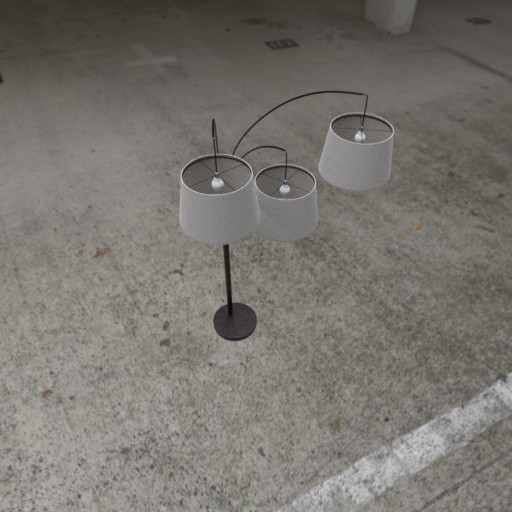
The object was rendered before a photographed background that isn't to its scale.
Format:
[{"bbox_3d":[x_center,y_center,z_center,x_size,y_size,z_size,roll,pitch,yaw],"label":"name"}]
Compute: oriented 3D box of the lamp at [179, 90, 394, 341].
[{"bbox_3d":[0.000,0.000,2.445,0.951,1.950,0.924,-21,49,-20],"label":"lamp"}]
